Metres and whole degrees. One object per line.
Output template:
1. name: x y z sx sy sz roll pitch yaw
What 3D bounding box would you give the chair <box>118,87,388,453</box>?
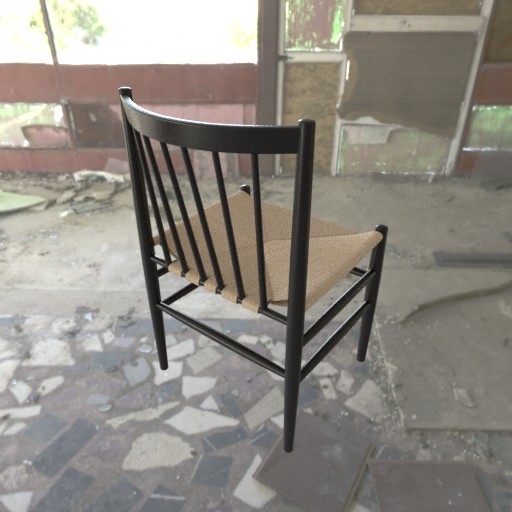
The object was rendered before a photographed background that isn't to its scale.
1. chair: 0.000 0.000 1.141 0.495 0.818 0.516 22 37 32
